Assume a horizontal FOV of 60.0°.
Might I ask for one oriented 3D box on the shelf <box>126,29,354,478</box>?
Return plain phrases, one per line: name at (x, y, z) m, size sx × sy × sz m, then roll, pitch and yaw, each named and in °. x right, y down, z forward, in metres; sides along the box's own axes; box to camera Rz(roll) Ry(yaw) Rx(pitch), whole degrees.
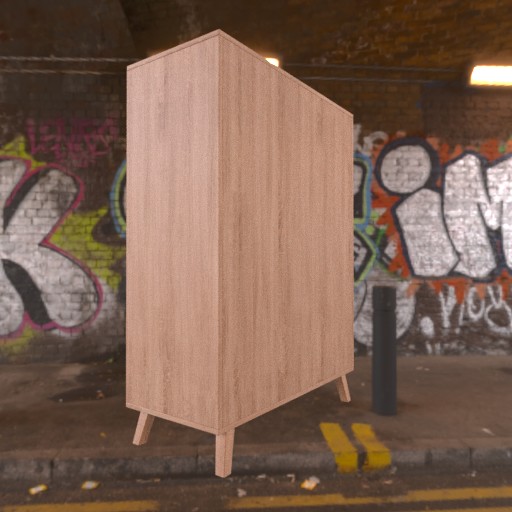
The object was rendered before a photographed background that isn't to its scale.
shelf at (0.000, 0.000, 1.895) m, size 0.450 × 1.390 × 1.000 m, roll 0°, pitch -1°, yaw 36°
